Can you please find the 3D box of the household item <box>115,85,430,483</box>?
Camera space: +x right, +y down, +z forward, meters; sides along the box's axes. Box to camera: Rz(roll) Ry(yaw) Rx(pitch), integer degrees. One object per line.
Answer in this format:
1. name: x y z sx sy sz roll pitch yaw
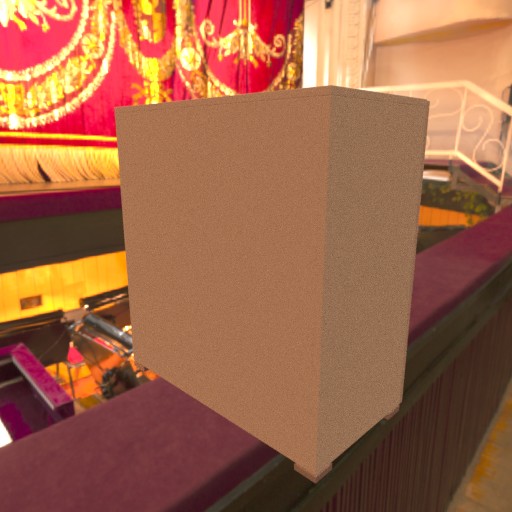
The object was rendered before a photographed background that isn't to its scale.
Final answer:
1. household item: 0.000 0.000 1.336 0.800 0.870 0.420 14 20 43
